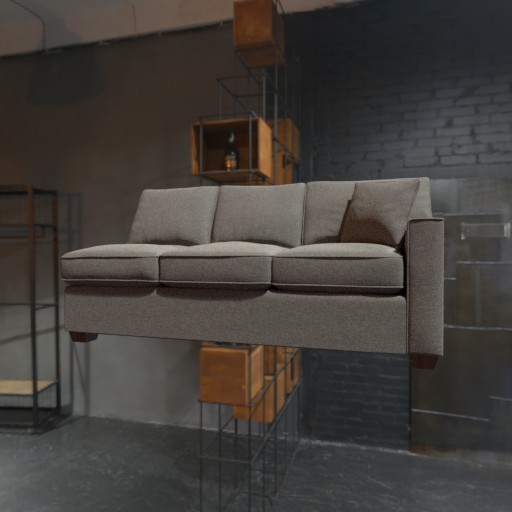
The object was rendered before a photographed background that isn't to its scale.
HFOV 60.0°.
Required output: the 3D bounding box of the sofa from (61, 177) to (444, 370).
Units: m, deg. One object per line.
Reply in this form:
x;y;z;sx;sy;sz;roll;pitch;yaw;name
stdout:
0.000;0.000;2.594;1.963;0.946;1.034;0;1;18;sofa
